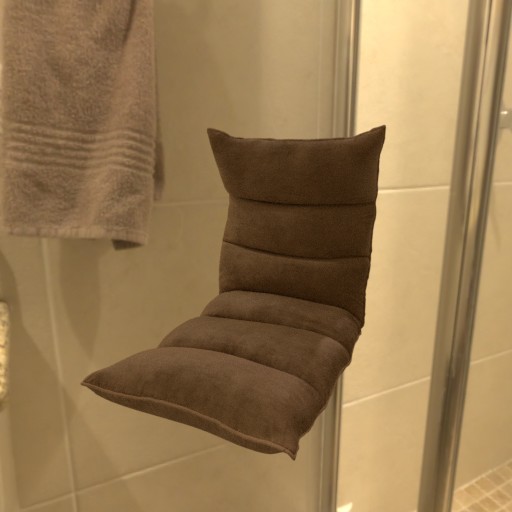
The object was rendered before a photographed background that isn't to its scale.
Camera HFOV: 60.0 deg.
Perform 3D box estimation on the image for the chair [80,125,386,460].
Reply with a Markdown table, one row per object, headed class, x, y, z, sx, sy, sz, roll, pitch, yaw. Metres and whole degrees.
| class | x | y | z | sx | sy | sz | roll | pitch | yaw |
| --- | --- | --- | --- | --- | --- | --- | --- | --- | --- |
| chair | 0.000 | 0.000 | 1.540 | 0.714 | 0.892 | 0.985 | 6 | 15 | 24 |
